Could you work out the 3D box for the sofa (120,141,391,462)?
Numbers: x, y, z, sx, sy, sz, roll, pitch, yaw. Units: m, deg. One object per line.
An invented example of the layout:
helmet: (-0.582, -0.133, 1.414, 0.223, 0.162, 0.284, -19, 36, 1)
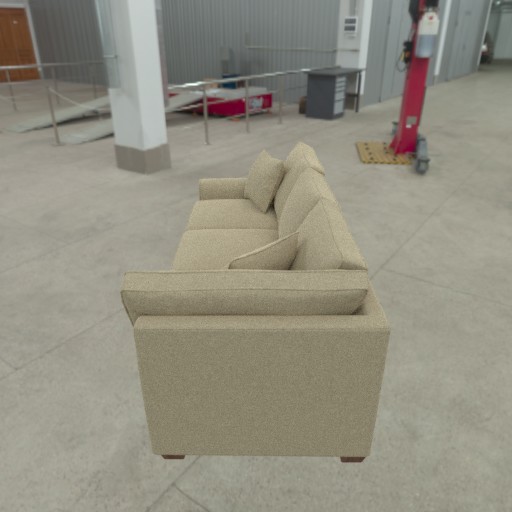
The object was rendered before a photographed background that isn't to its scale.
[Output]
sofa: (0.000, 0.000, 2.812, 1.061, 0.962, 2.317, 0, 27, 0)
